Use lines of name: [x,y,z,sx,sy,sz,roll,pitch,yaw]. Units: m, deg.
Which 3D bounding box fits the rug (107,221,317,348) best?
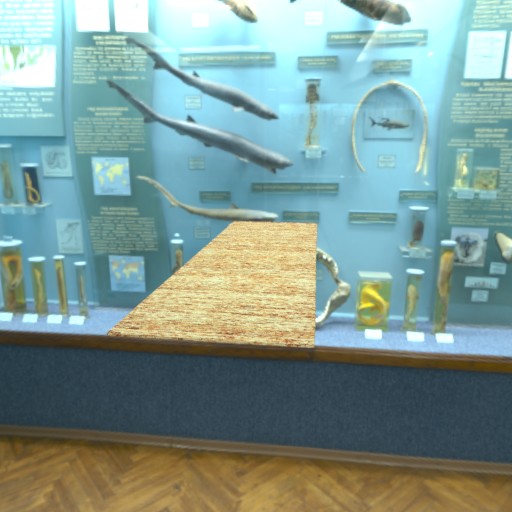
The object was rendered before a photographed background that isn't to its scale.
rug: [0.000,0.000,2.482,0.680,0.014,2.237,2,14,8]
